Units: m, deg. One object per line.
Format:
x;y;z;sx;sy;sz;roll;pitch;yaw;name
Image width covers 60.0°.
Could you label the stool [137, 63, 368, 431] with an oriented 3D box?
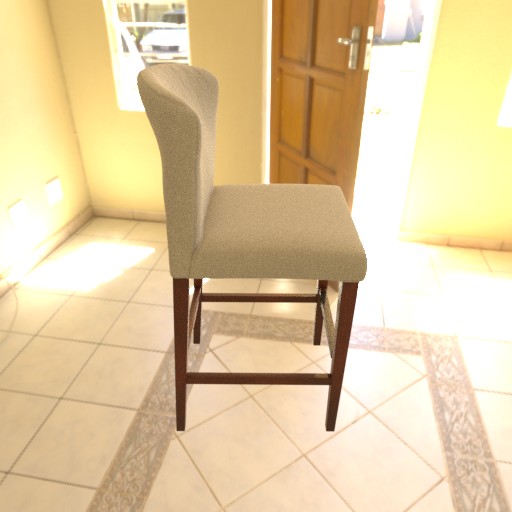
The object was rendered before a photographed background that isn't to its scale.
0.000;0.000;1.353;0.568;1.069;0.479;0;31;1;stool
